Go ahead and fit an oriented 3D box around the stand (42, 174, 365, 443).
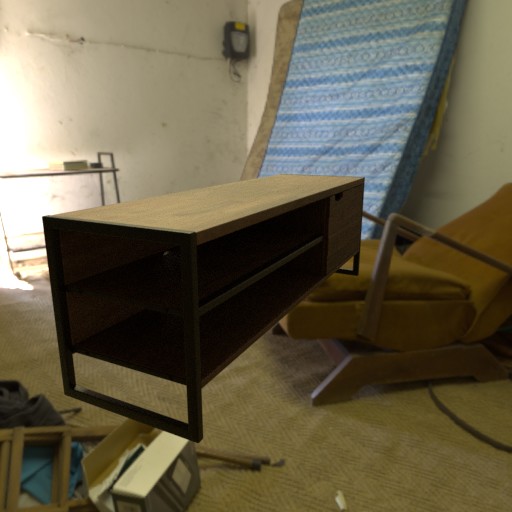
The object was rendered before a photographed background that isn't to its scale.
[{"bbox_3d":[0.000,0.000,1.712,0.454,0.506,1.480,8,17,26],"label":"stand"}]
